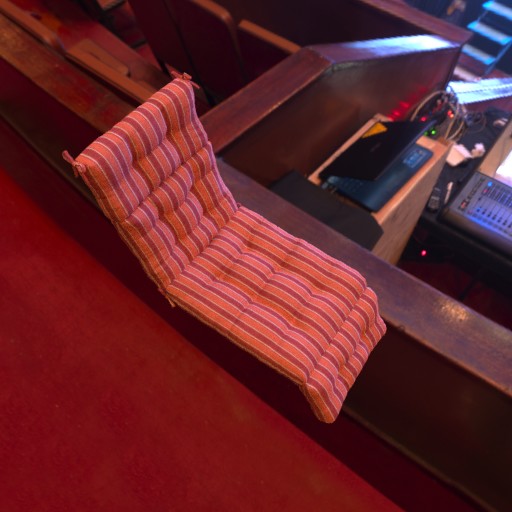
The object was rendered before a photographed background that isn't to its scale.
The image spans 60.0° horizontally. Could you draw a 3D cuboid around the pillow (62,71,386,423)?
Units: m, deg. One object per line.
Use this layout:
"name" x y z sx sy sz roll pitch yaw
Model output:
"pillow" 0.000 0.000 1.563 1.016 0.863 0.526 30 62 18
